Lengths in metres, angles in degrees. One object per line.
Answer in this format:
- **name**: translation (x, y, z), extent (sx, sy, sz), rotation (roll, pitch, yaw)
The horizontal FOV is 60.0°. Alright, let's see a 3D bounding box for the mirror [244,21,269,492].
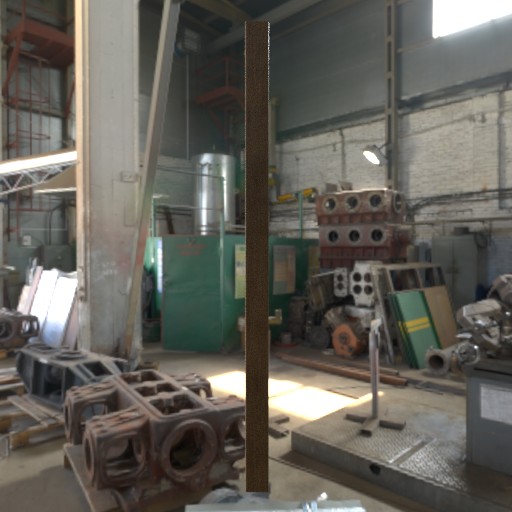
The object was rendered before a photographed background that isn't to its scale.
- **mirror**: translation (0.000, 0.000, 0.921), extent (0.040, 0.710, 0.507), rotation (0, 1, 0)
